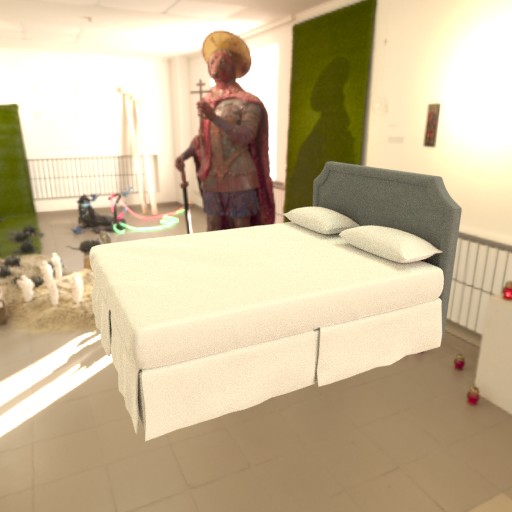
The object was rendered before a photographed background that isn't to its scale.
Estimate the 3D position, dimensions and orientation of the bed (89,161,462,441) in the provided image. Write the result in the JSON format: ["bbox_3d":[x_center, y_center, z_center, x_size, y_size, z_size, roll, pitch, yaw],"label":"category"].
[{"bbox_3d":[0.000,0.000,3.612,2.464,1.306,1.977,-8,19,-25],"label":"bed"}]
